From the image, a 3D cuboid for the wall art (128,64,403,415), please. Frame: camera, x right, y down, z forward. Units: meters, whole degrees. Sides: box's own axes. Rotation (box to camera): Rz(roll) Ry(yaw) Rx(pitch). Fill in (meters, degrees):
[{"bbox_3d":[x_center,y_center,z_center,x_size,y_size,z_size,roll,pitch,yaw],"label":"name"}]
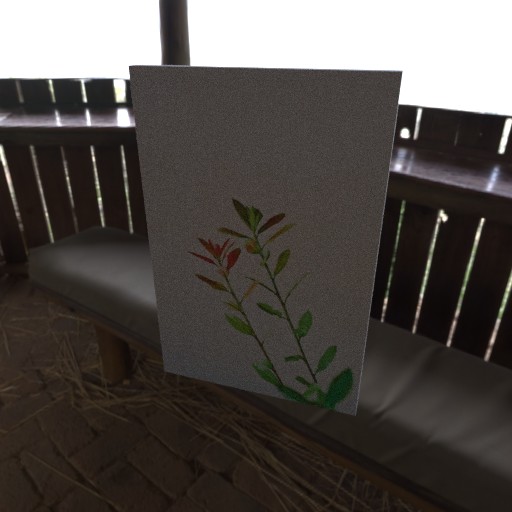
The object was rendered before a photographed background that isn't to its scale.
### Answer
[{"bbox_3d":[0.000,0.000,1.168,0.612,0.915,0.039,8,28,16],"label":"wall art"}]
